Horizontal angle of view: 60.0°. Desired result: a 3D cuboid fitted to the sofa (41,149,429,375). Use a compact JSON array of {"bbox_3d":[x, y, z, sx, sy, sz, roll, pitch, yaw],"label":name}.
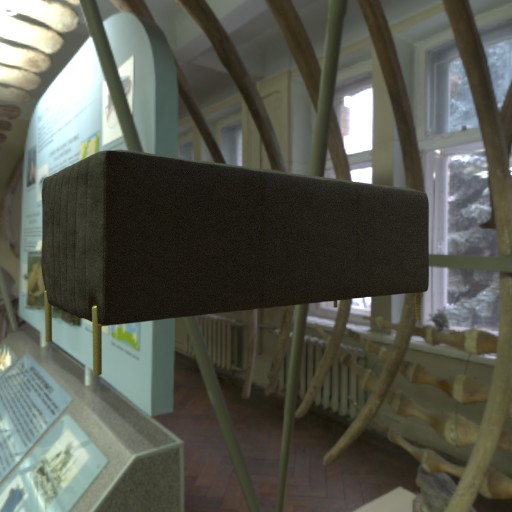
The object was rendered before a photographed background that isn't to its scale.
[{"bbox_3d":[0.000,0.000,2.369,1.980,0.780,0.876,-1,1,-37],"label":"sofa"}]
